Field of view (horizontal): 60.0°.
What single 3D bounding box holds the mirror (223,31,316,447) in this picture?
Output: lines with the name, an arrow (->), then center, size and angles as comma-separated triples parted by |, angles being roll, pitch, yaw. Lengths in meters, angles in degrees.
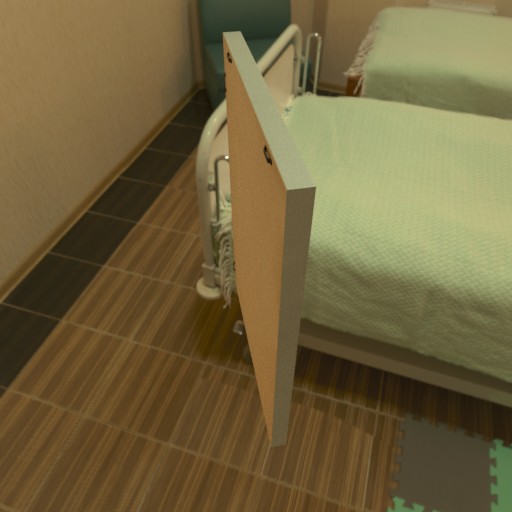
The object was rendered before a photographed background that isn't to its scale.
mirror -> 0.000, 0.000, 0.920 | 0.039, 0.710, 0.507 | -8, 46, -8
